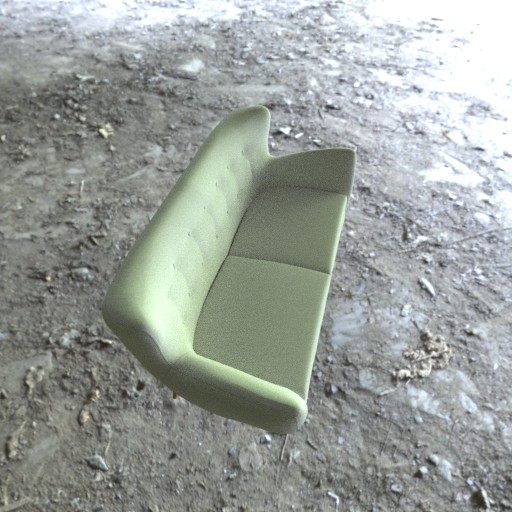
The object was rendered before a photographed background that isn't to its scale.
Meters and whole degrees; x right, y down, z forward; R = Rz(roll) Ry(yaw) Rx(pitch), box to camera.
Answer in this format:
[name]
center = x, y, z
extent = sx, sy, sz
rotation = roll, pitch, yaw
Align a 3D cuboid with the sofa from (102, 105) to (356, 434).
[sofa]
center = 0.000, 0.000, 2.491
extent = 0.899, 0.890, 1.930
rotation = 11, 46, 11
